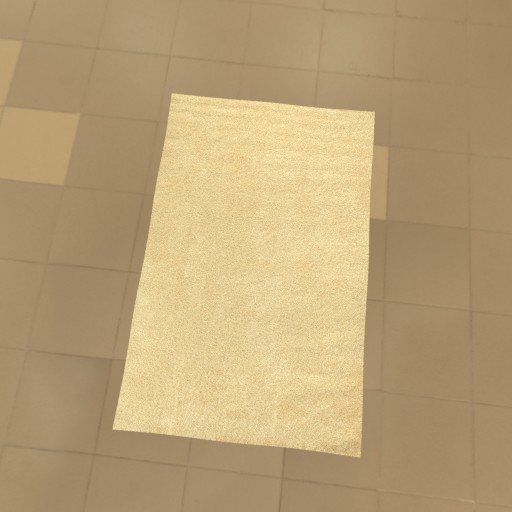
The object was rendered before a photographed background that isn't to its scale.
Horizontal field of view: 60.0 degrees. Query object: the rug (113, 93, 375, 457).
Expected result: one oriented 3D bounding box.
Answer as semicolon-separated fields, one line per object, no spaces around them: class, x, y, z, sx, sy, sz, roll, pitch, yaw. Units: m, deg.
rug;0.000;0.000;2.971;1.500;0.025;2.346;6;75;2
